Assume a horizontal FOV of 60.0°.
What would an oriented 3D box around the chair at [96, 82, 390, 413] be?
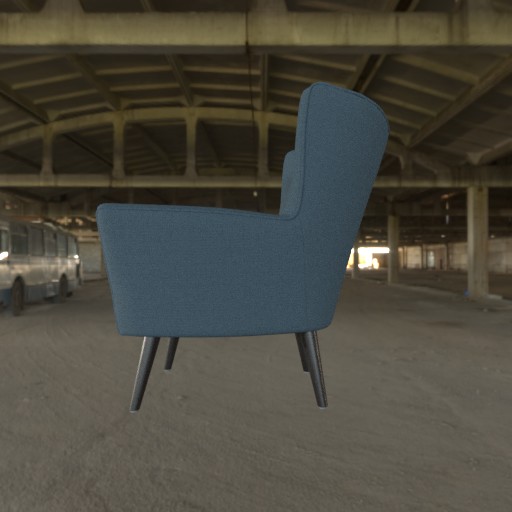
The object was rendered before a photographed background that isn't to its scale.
[{"bbox_3d":[0.000,0.000,1.571,0.888,0.933,0.781,0,0,0],"label":"chair"}]
